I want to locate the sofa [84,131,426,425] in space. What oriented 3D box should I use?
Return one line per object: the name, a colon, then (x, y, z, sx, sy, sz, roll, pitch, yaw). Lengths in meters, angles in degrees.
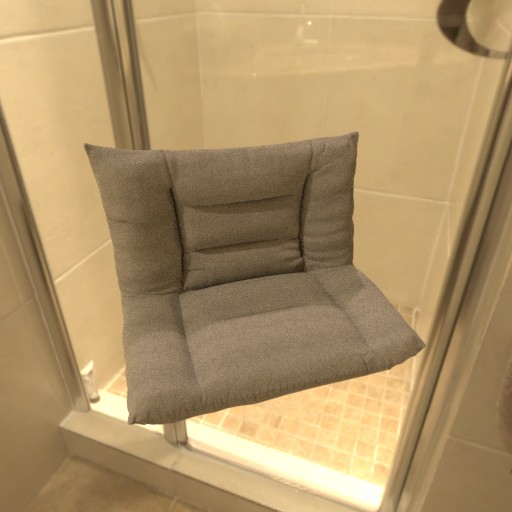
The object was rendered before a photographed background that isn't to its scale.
sofa: (0.000, 0.000, 1.724, 1.144, 0.795, 0.847, -9, 33, -14)
